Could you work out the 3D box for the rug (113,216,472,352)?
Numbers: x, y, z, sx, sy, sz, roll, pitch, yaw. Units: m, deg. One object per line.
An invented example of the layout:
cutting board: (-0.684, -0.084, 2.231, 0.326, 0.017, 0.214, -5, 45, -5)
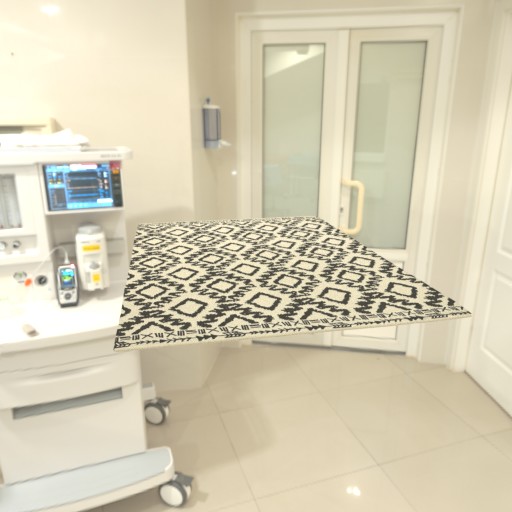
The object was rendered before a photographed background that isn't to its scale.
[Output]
rug: (0.000, 0.000, 4.422, 2.444, 0.036, 3.369, -4, 18, -11)
